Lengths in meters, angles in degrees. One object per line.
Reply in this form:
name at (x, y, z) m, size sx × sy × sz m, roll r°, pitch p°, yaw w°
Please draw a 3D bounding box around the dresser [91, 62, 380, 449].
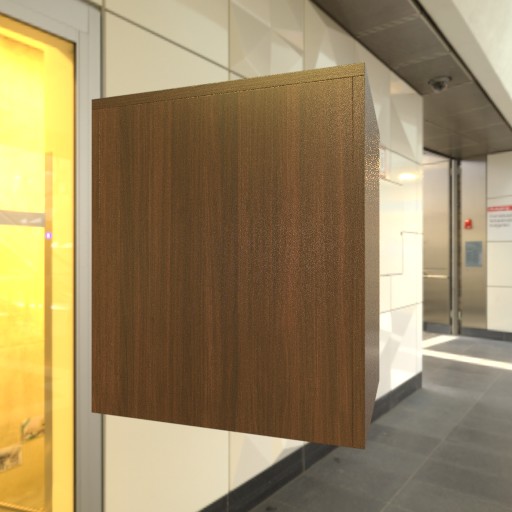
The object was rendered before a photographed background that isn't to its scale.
dresser at (0.000, 0.000, 0.772) m, size 0.400 × 0.470 × 0.360 m, roll 0°, pitch 0°, yaw 19°
